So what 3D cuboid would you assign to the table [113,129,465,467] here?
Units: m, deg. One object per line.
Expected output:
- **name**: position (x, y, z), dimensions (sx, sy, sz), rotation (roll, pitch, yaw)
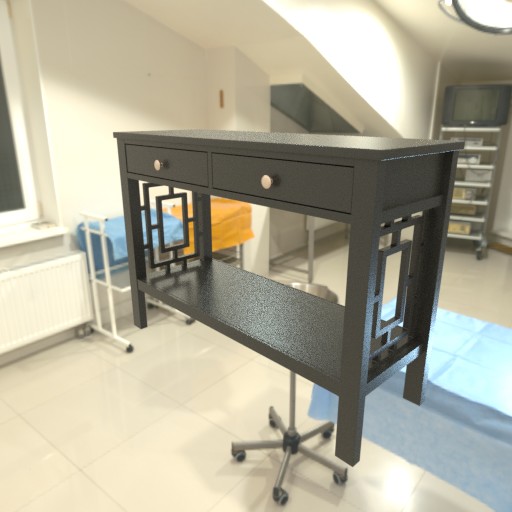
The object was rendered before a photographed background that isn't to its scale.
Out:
- **table**: position (0.000, 0.000, 1.437), dimensions (0.397, 0.753, 1.068), rotation (-17, 24, -41)
